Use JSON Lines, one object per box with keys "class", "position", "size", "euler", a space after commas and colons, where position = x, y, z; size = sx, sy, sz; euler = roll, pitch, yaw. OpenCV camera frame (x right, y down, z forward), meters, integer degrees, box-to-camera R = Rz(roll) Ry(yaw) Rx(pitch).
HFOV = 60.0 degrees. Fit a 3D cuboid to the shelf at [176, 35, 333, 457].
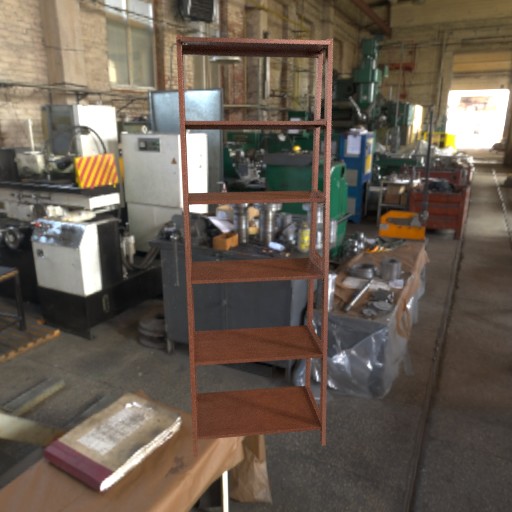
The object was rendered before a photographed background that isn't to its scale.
{"class": "shelf", "position": [0.000, 0.000, 2.102], "size": [0.660, 1.892, 0.382], "euler": [-2, 16, -7]}
